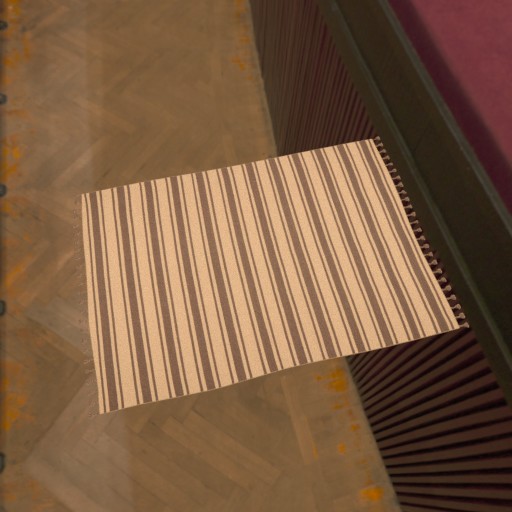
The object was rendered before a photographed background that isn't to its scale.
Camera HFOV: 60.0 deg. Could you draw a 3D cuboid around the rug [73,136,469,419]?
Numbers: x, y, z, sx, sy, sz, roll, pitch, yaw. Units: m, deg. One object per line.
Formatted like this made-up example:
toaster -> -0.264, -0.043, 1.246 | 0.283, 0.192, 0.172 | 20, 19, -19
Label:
rug -> 0.000, 0.000, 3.820 | 3.040, 0.017, 2.030 | -12, 64, -6
